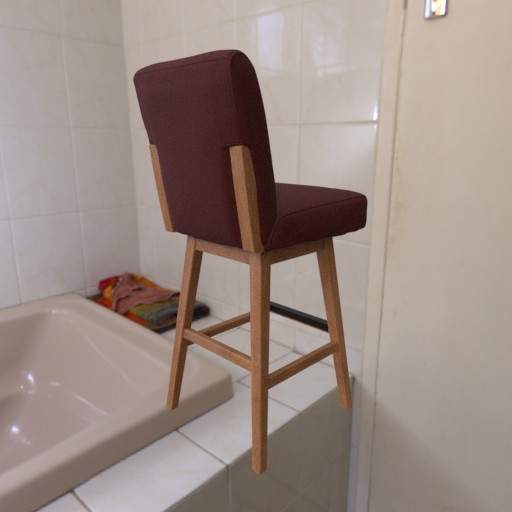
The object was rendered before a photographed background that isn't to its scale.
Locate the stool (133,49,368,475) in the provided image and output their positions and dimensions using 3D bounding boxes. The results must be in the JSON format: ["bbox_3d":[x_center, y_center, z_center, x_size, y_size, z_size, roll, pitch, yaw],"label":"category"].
[{"bbox_3d":[0.000,0.000,1.390,0.562,1.093,0.468,-14,20,-43],"label":"stool"}]
